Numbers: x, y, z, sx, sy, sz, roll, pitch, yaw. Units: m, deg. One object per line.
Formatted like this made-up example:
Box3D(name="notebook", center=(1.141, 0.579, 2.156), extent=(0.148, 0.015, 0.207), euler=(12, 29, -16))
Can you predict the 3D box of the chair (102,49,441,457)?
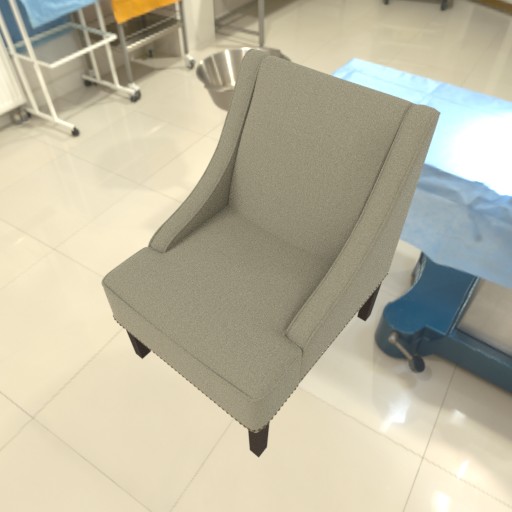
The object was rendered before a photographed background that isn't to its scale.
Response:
Box3D(name="chair", center=(0.000, 0.000, 1.337), extent=(0.610, 0.864, 0.737), euler=(31, 54, 26))
